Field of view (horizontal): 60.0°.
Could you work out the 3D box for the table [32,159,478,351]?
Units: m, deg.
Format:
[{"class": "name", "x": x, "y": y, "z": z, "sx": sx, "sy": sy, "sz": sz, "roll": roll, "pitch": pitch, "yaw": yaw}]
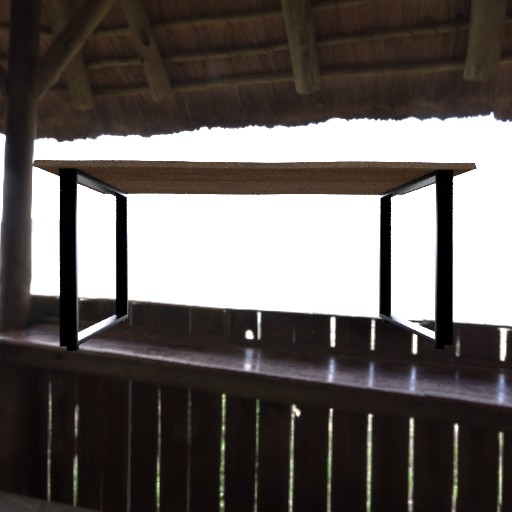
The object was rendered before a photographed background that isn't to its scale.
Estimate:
[{"class": "table", "x": 0.000, "y": 0.000, "z": 2.232, "sx": 1.800, "sy": 0.780, "sz": 0.900, "roll": 0, "pitch": 1, "yaw": -1}]
